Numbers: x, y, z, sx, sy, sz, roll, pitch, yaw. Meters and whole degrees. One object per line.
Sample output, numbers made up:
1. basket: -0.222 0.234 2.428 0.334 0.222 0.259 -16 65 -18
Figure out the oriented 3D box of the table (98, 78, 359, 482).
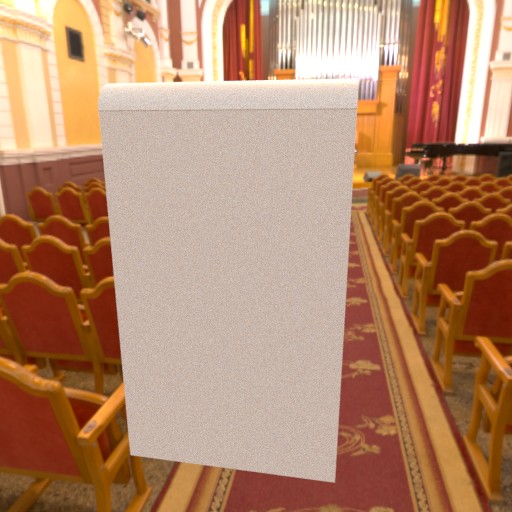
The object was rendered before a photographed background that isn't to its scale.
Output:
1. table: 0.000 0.000 0.849 0.350 0.590 0.450 3 16 10
